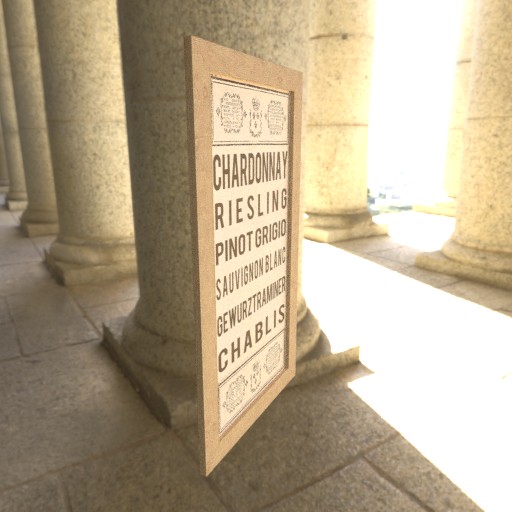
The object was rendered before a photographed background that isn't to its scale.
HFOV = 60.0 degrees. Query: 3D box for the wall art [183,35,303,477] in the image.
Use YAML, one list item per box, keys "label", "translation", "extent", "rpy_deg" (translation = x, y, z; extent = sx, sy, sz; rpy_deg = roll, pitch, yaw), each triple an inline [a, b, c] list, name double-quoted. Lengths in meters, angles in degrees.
- label: "wall art"
  translation: [0.000, 0.000, 0.828]
  extent: [0.013, 0.683, 0.381]
  rpy_deg: [8, 17, 27]
